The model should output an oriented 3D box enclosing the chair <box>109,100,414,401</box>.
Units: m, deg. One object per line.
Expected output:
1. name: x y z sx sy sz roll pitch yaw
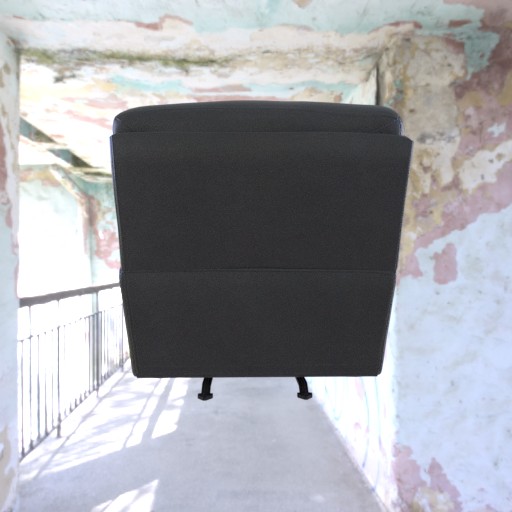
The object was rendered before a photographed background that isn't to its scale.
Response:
1. chair: 0.000 0.000 1.979 1.096 1.109 1.087 0 0 -2
